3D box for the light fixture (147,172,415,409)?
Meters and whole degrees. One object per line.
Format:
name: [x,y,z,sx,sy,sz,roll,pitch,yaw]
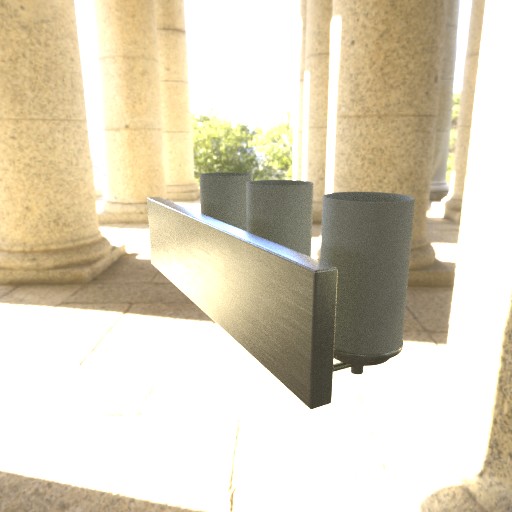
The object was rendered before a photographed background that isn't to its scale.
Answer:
light fixture: [0.000,0.000,0.532,0.145,0.172,0.451,-7,16,-26]
